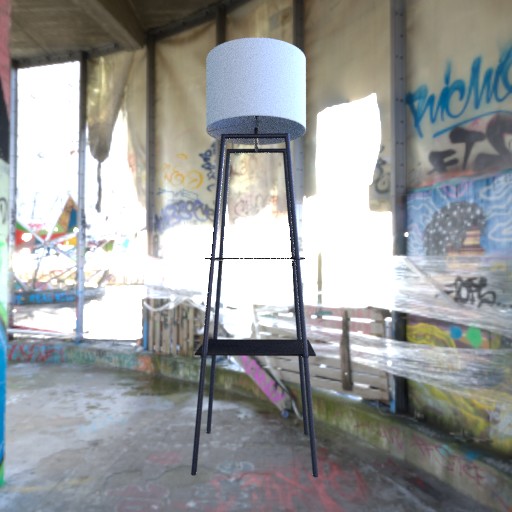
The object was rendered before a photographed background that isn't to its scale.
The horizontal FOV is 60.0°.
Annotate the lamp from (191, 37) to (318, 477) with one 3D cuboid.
[{"bbox_3d":[0.000,0.000,1.675,0.427,1.474,0.384,0,-1,2],"label":"lamp"}]
